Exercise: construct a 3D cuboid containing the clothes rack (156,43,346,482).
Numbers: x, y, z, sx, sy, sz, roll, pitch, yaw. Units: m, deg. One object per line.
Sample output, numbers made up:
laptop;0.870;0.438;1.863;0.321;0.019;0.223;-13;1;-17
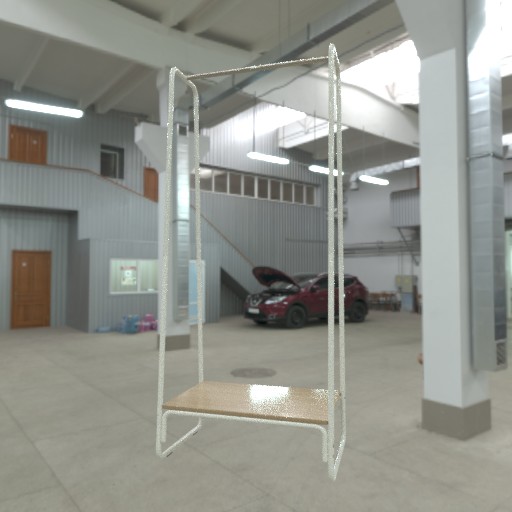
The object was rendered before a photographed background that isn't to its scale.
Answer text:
clothes rack;0.000;0.000;1.721;0.640;1.500;0.400;-1;-2;17
